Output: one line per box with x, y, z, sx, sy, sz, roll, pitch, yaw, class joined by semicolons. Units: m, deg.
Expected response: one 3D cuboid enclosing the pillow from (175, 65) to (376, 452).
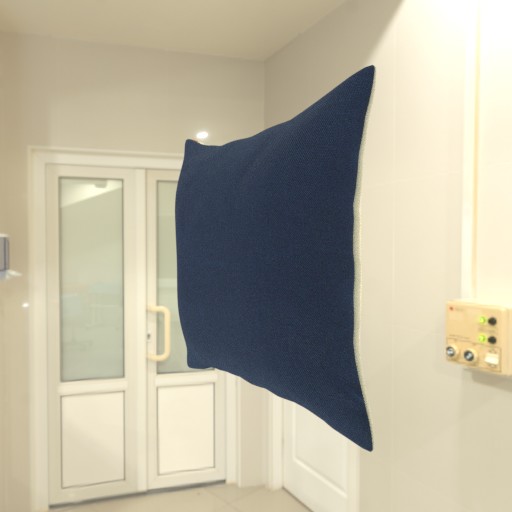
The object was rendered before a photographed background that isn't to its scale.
0.000;0.000;0.703;0.173;0.454;0.463;-1;2;-36;pillow
